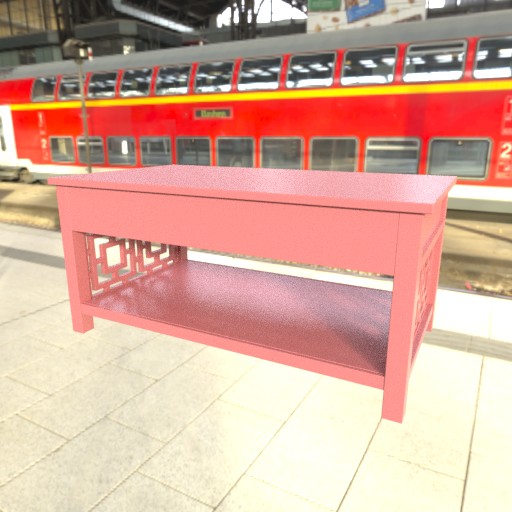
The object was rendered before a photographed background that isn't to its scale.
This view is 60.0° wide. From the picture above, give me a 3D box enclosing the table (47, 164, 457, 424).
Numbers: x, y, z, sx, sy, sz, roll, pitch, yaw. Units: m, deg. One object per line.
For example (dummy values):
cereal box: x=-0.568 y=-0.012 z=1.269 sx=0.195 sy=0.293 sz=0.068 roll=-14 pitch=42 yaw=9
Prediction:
table: x=0.000 y=0.000 z=1.395 sx=1.068 sy=0.493 sz=0.612 roll=8 pitch=18 yaw=26
